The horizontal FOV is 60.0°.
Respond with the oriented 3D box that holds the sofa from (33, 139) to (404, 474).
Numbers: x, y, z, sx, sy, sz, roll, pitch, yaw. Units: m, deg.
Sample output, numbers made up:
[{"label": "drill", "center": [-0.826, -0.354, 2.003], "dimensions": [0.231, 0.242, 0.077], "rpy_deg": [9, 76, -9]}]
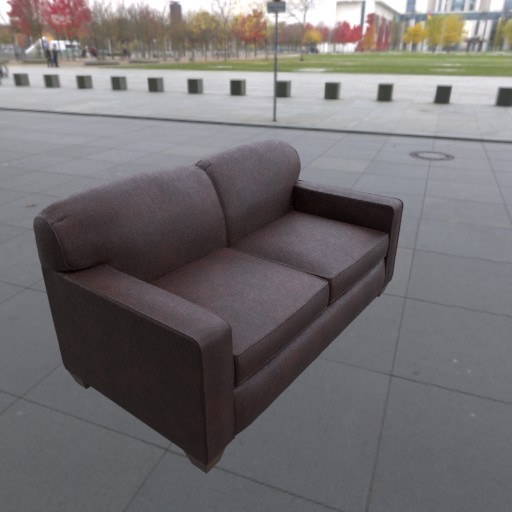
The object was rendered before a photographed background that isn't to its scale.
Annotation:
[{"label": "sofa", "center": [0.000, 0.000, 2.392], "dimensions": [1.000, 0.966, 1.856], "rpy_deg": [18, 30, 33]}]
